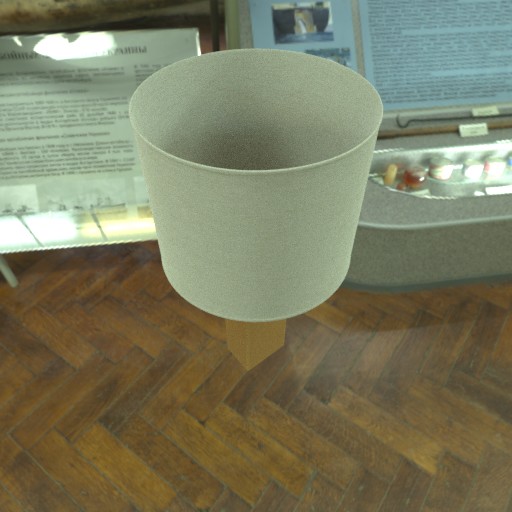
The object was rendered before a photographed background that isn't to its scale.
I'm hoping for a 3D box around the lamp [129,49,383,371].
[{"bbox_3d":[0.000,0.000,0.556,0.229,0.417,0.229,-30,53,-26],"label":"lamp"}]
